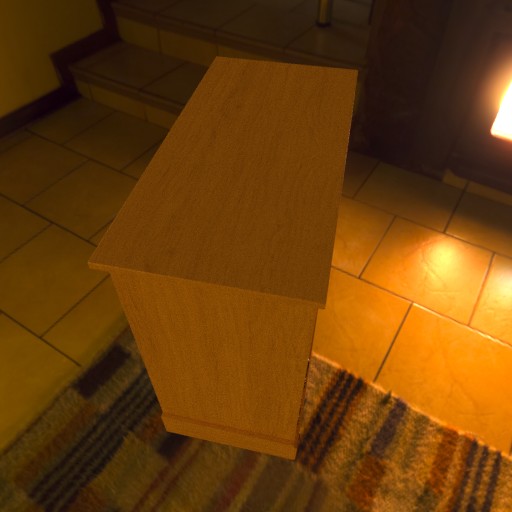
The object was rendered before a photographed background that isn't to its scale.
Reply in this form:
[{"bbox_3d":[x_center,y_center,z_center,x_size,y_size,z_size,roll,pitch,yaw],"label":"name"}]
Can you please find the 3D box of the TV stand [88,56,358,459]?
[{"bbox_3d":[0.000,0.000,1.329,0.430,0.787,0.851,9,49,8],"label":"TV stand"}]
